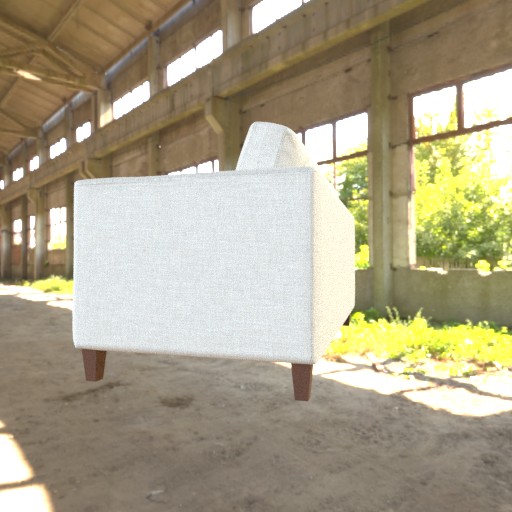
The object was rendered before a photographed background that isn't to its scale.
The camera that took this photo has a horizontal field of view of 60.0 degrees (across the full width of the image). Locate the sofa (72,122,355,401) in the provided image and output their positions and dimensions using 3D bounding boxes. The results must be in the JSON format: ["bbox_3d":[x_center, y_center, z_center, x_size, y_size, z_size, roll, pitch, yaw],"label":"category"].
[{"bbox_3d":[0.000,0.000,2.411,0.950,0.963,1.838,0,0,16],"label":"sofa"}]
